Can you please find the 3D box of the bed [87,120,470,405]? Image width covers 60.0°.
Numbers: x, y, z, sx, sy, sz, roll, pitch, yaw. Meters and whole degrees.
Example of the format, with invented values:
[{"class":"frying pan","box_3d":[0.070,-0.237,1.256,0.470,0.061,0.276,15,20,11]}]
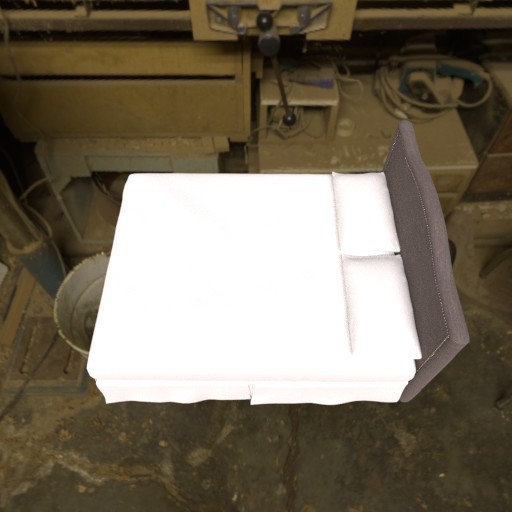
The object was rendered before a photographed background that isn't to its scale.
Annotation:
[{"class":"bed","box_3d":[0.000,0.000,3.834,2.689,1.457,2.161,0,57,0]}]
